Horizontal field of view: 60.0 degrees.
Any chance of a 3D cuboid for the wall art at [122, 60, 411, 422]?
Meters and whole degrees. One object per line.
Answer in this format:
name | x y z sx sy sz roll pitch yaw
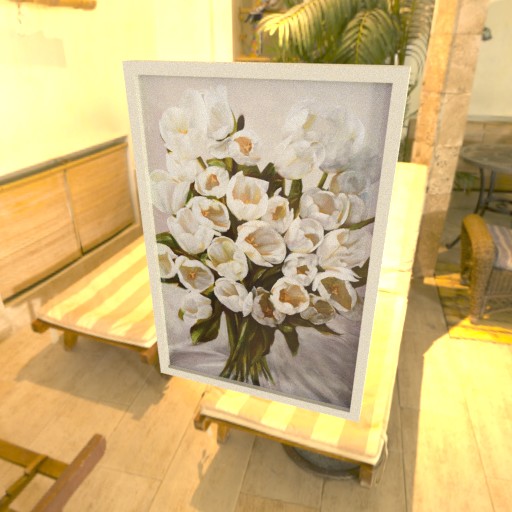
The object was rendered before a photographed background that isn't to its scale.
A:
wall art | 0.000 0.000 0.535 0.293 0.428 0.025 9 28 17
